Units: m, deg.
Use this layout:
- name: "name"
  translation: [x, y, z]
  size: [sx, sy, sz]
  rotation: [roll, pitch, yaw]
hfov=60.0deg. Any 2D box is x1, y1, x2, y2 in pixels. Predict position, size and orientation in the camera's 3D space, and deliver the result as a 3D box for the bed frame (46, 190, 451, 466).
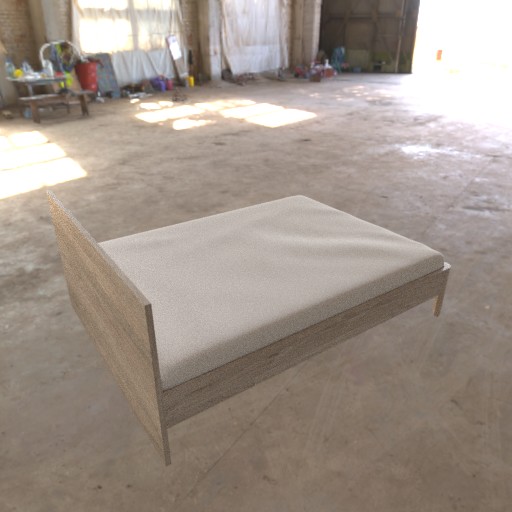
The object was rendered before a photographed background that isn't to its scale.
- name: "bed frame"
  translation: [0.000, 0.000, 2.718]
  size: [1.950, 0.800, 1.490]
  rotation: [-17, 31, -31]
